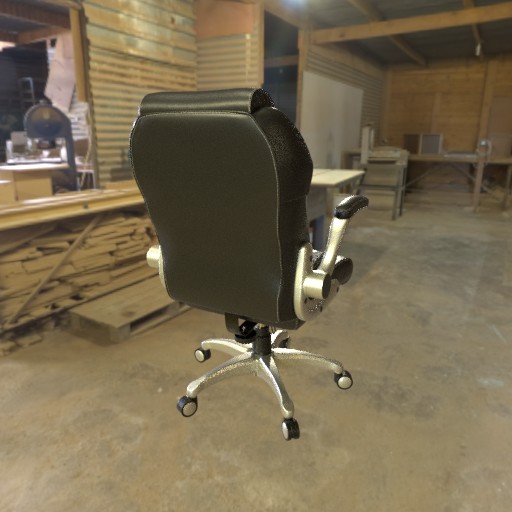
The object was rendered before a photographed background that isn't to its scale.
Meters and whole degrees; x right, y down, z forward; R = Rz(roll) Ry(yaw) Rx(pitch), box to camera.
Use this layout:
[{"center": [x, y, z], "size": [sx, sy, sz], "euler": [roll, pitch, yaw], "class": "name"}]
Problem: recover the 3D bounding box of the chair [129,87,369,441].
[{"center": [0.000, 0.000, 1.688], "size": [0.724, 1.141, 0.801], "euler": [9, 18, 28], "class": "chair"}]
